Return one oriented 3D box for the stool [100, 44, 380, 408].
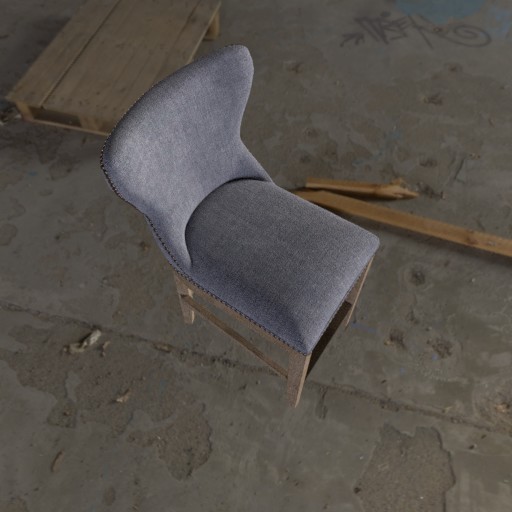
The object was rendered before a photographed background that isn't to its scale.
[{"bbox_3d":[0.000,0.000,1.333,0.608,0.981,0.498,30,63,17],"label":"stool"}]
